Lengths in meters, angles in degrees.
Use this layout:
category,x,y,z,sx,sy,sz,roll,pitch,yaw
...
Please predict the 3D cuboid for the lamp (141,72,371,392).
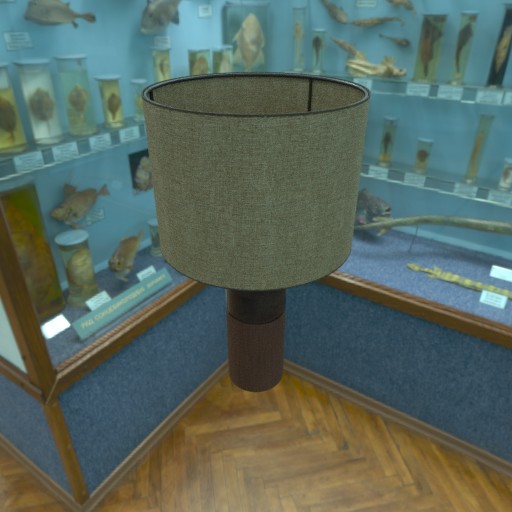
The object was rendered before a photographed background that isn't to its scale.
category,x,y,z,sx,sy,sz,roll,pitch,yaw
lamp,0.000,0.000,0.487,0.202,0.350,0.202,0,30,0
